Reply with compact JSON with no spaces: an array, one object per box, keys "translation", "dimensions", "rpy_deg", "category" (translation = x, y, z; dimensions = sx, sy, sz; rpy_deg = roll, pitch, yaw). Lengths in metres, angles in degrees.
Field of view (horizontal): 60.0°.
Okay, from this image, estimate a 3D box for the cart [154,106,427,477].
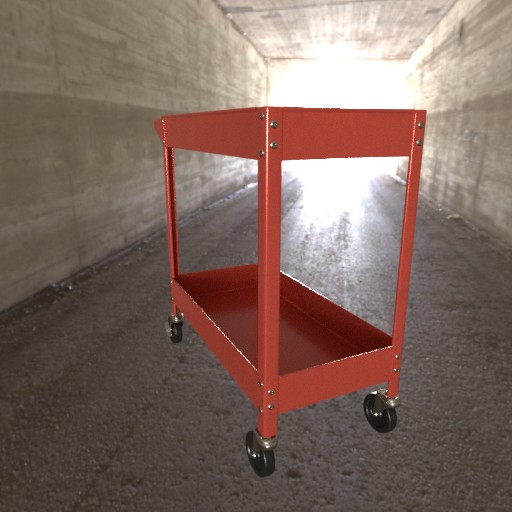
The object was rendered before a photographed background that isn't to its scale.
[{"translation":[0.000,0.000,1.177],"dimensions":[0.366,0.719,0.779],"rpy_deg":[-8,18,-24],"category":"cart"}]
